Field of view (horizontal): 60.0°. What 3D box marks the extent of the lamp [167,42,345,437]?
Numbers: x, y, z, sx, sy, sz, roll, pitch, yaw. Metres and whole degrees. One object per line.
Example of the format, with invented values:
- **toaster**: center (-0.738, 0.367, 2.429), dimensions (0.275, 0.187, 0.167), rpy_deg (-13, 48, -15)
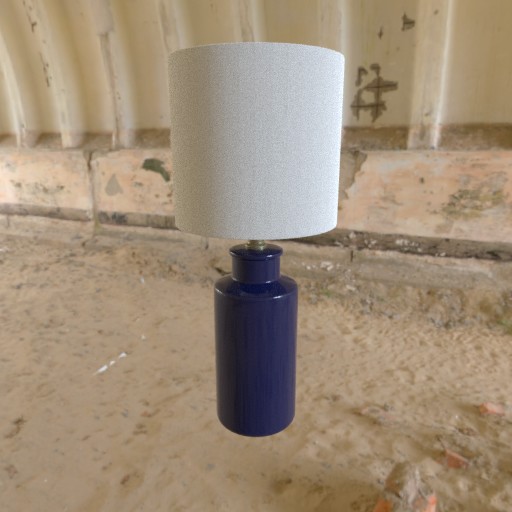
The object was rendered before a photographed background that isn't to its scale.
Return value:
- **lamp**: center (0.000, 0.000, 0.603), dimensions (0.212, 0.493, 0.212), rpy_deg (-2, 15, -9)
